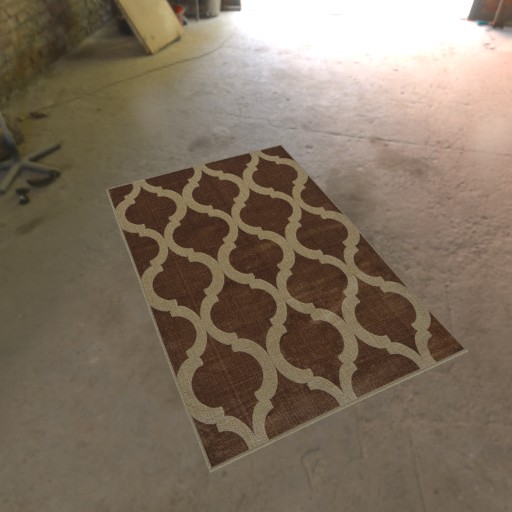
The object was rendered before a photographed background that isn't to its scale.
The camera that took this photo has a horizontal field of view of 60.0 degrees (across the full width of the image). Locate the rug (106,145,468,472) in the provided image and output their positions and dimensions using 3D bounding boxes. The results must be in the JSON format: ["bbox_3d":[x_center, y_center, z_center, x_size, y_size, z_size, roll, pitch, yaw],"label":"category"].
[{"bbox_3d":[0.000,0.000,2.936,1.526,0.014,2.290,-18,49,-17],"label":"rug"}]
